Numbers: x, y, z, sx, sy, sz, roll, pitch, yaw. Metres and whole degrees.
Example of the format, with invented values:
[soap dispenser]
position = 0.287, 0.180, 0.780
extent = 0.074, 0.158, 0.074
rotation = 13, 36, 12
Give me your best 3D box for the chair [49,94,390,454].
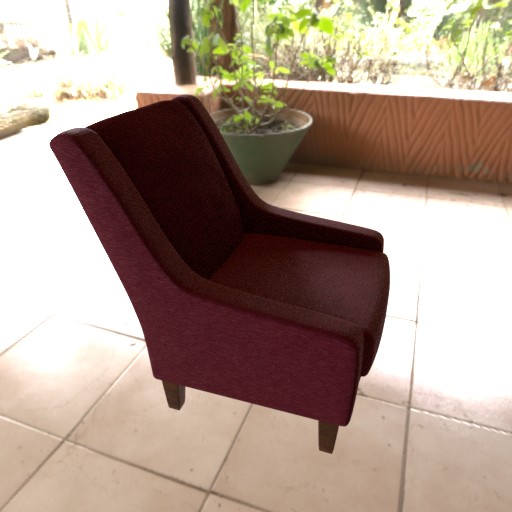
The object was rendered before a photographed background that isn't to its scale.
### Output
[chair]
position = 0.000, 0.000, 1.655
extent = 0.985, 1.017, 0.793
rotation = 9, 30, 17
